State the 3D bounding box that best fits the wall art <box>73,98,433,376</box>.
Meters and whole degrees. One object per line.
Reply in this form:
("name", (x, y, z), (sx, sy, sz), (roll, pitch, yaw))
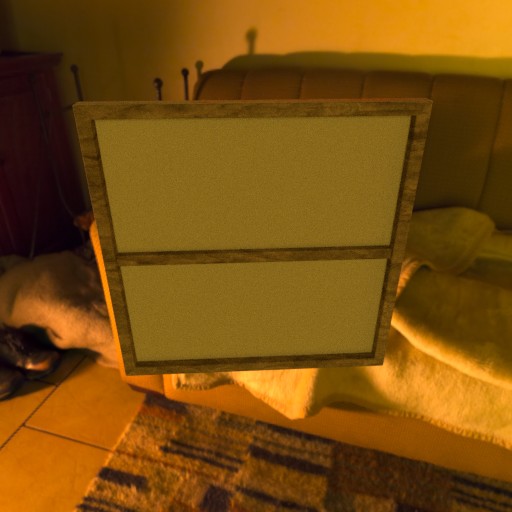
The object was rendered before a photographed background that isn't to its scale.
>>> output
("wall art", (0.000, 0.000, 1.113), (0.747, 0.747, 0.035), (-2, 30, -3))
